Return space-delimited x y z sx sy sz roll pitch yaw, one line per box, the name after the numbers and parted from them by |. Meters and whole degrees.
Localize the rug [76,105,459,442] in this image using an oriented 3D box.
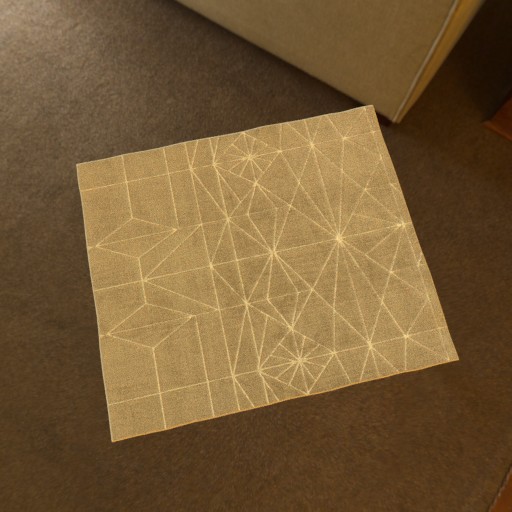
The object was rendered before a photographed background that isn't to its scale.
0.000 0.000 0.862 0.639 0.006 0.548 -12 75 -3 | rug
